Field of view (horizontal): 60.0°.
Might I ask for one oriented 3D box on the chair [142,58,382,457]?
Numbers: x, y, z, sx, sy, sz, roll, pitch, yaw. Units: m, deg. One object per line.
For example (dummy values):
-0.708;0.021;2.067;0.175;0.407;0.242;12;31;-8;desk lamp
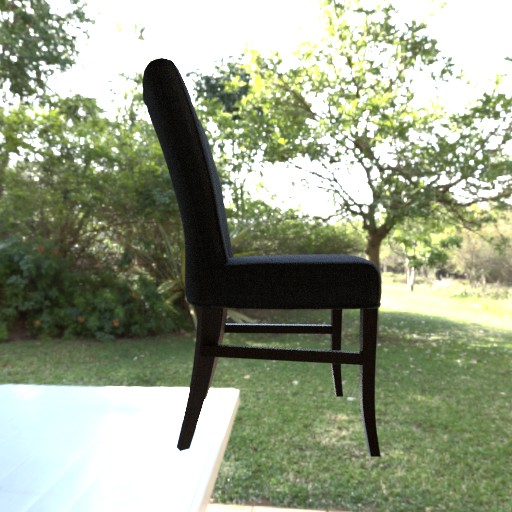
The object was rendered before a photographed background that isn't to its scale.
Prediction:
0.000;0.000;1.338;0.660;0.991;0.520;0;0;0;chair
